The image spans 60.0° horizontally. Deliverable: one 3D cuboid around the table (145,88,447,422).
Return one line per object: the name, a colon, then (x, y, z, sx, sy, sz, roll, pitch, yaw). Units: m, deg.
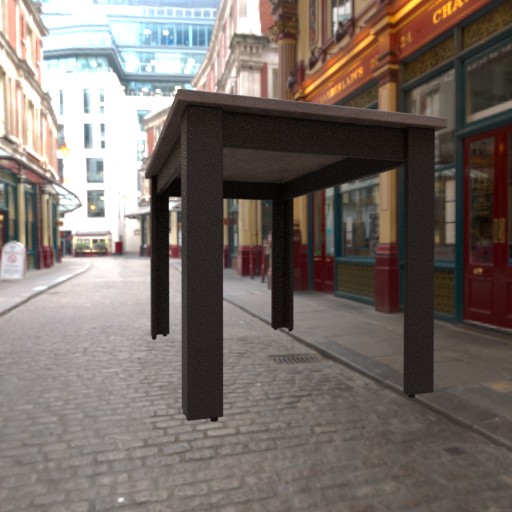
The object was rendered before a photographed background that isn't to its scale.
table: (0.000, 0.000, 1.580, 0.700, 0.734, 1.100, 0, 1, -18)
